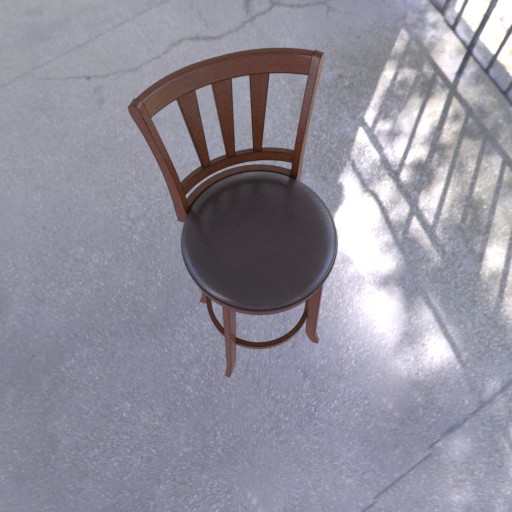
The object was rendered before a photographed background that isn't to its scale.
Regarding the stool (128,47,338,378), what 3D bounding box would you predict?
[{"bbox_3d":[0.000,0.000,1.434,0.464,1.177,0.503,-19,65,-9],"label":"stool"}]
